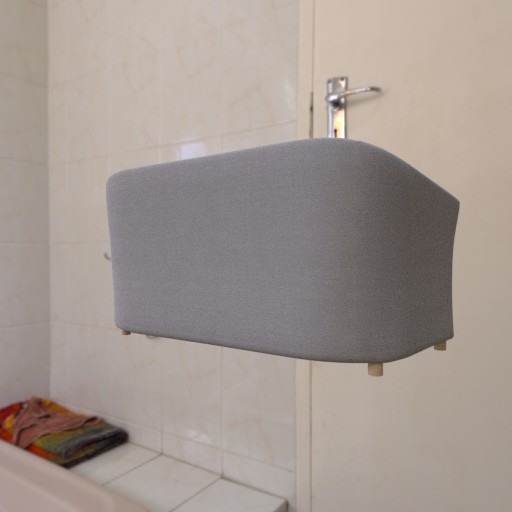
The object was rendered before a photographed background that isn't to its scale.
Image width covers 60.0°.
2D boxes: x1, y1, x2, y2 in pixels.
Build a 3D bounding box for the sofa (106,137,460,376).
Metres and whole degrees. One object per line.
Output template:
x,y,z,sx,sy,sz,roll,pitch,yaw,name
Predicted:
0.000,0.000,1.854,1.452,0.721,0.705,0,0,35,sofa
